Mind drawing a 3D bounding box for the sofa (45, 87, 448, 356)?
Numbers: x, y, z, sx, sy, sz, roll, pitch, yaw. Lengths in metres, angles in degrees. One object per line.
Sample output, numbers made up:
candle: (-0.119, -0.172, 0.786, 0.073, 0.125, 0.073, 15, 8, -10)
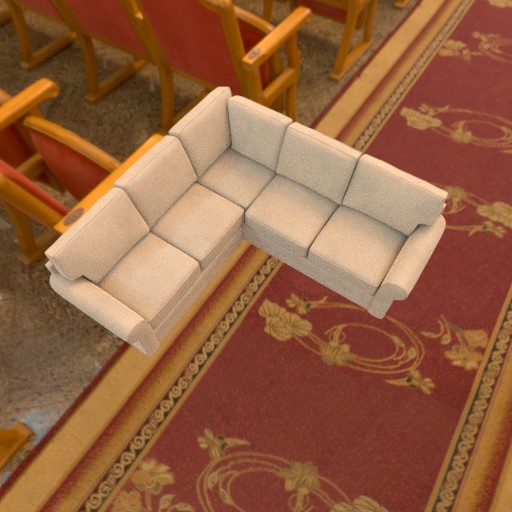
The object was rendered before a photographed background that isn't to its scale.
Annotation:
sofa: (0.000, 0.000, 3.926, 2.569, 1.054, 2.487, 30, 63, 17)
